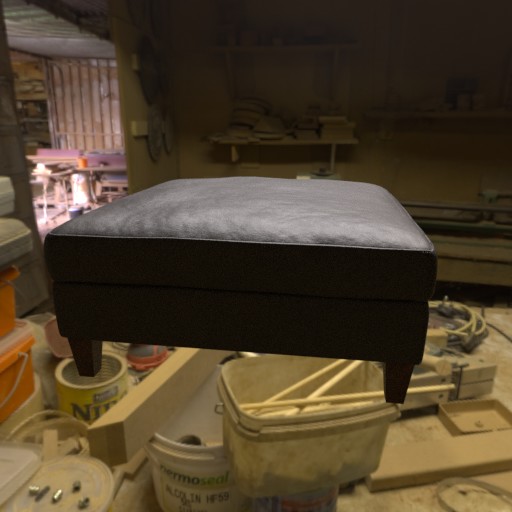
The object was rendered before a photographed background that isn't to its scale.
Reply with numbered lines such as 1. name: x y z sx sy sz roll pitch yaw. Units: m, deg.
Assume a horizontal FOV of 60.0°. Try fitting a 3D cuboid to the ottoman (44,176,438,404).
1. ottoman: 0.000 0.000 1.312 0.844 0.415 0.836 3 17 8
